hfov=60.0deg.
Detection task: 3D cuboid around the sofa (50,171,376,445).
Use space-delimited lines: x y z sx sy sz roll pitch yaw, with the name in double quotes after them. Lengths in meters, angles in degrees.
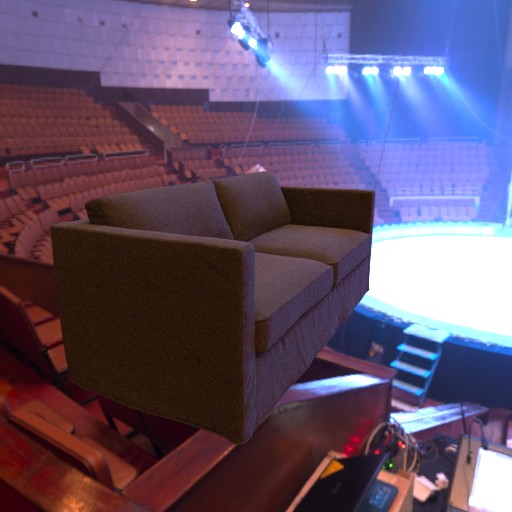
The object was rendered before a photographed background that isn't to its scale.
0.000 0.000 2.530 0.953 0.855 1.982 7 16 26 "sofa"
